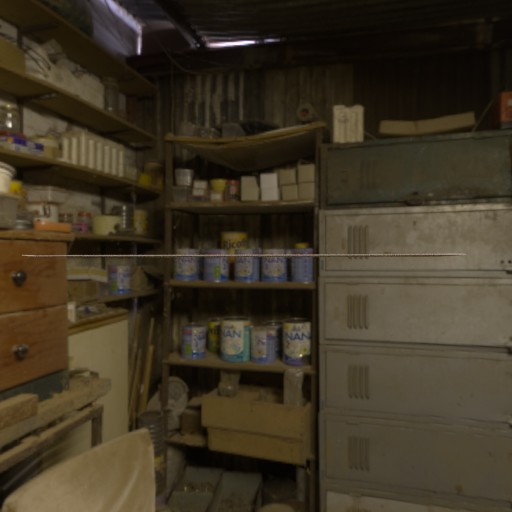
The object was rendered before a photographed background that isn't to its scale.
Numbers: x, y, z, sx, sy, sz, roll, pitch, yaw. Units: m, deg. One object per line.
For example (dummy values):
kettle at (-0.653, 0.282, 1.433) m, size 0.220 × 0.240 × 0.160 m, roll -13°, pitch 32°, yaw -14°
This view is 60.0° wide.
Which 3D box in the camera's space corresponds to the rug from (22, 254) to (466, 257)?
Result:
rug at (0.000, 0.000, 2.279) m, size 1.813 × 0.008 × 1.223 m, roll 0°, pitch 0°, yaw 18°
